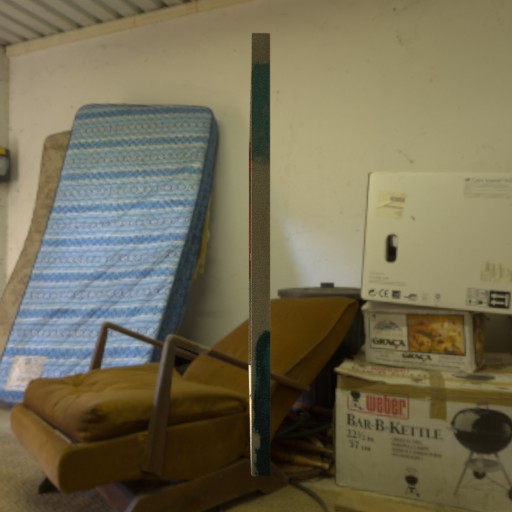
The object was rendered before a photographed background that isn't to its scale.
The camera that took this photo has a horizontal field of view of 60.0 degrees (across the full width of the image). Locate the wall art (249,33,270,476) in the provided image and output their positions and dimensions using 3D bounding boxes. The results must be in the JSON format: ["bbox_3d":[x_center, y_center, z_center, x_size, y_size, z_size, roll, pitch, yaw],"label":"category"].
[{"bbox_3d":[0.000,0.000,1.522,0.044,1.017,1.017,0,-1,-1],"label":"wall art"}]
